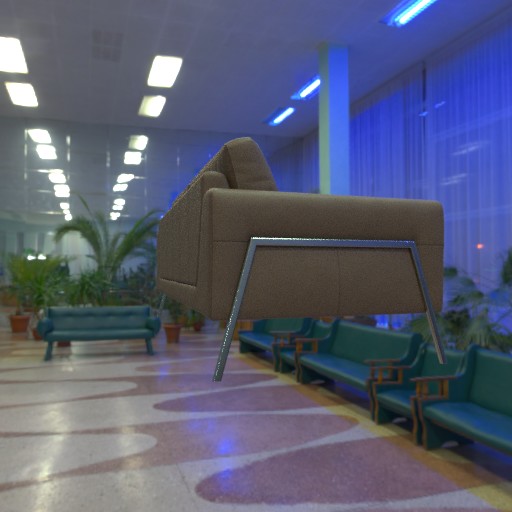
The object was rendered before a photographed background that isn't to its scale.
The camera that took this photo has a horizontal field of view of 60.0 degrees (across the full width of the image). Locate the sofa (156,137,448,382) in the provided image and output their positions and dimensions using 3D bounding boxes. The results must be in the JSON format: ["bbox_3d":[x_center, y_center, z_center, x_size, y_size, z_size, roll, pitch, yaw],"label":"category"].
[{"bbox_3d":[0.000,0.000,2.547,0.953,0.875,2.017,0,-2,-18],"label":"sofa"}]
